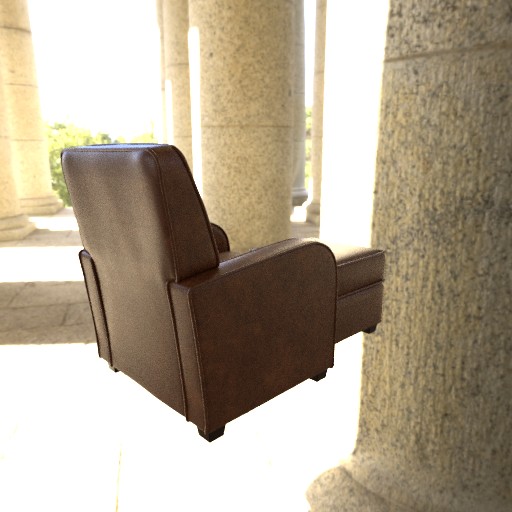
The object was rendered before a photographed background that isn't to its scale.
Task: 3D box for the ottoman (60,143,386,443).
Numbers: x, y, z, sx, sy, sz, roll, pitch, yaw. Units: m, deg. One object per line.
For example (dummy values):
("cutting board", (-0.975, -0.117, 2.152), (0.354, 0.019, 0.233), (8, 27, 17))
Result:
("ottoman", (0.000, 0.000, 1.855), (1.314, 0.904, 0.732), (-13, 18, -43))
